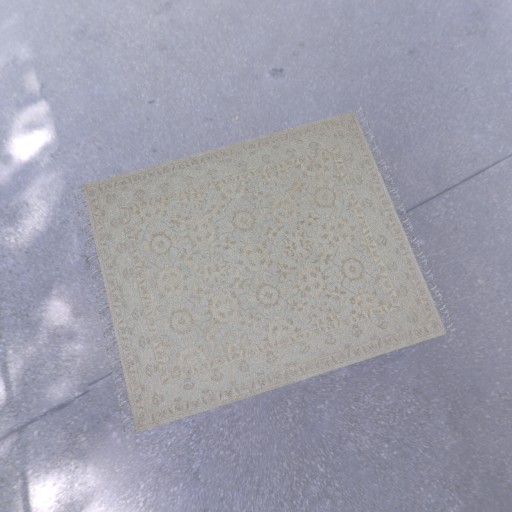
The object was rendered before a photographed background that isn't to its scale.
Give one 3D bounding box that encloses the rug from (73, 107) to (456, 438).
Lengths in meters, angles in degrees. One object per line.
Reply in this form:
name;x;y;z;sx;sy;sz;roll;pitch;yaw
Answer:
rug;0.000;0.000;4.169;3.043;0.013;2.444;-16;75;-4
